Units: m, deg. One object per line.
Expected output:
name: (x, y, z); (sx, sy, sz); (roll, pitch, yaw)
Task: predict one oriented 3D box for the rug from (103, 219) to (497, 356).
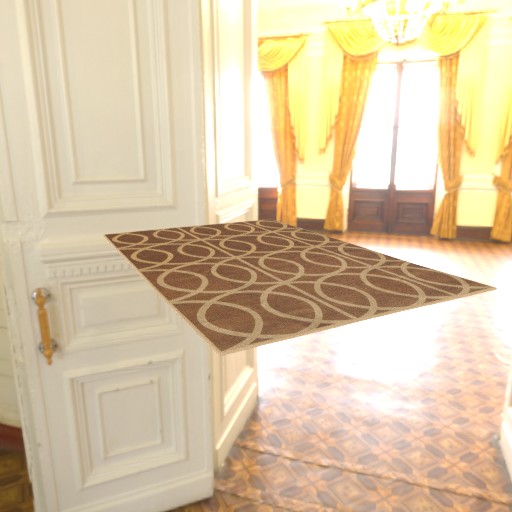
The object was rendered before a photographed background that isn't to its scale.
rug: (0.000, 0.000, 2.853); (1.528, 0.014, 2.294); (-8, 16, -27)
